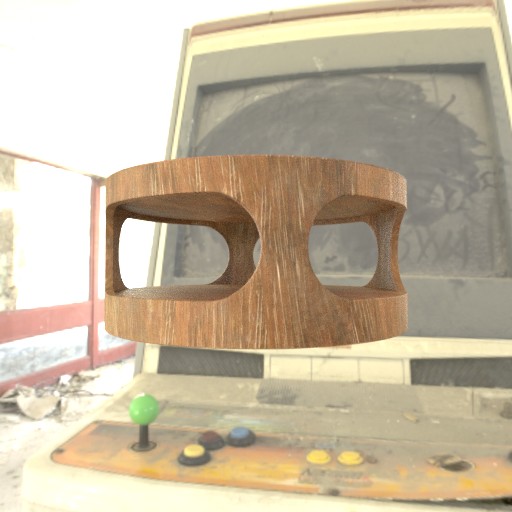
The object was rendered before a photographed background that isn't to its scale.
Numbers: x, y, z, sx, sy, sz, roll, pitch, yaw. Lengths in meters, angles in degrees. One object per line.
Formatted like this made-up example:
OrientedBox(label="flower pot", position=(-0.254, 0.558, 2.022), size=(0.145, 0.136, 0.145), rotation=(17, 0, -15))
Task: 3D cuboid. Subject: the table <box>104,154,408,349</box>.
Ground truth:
OrientedBox(label="table", position=(0.000, 0.000, 1.509), size=(0.974, 0.450, 0.974), rotation=(0, -1, 0))
